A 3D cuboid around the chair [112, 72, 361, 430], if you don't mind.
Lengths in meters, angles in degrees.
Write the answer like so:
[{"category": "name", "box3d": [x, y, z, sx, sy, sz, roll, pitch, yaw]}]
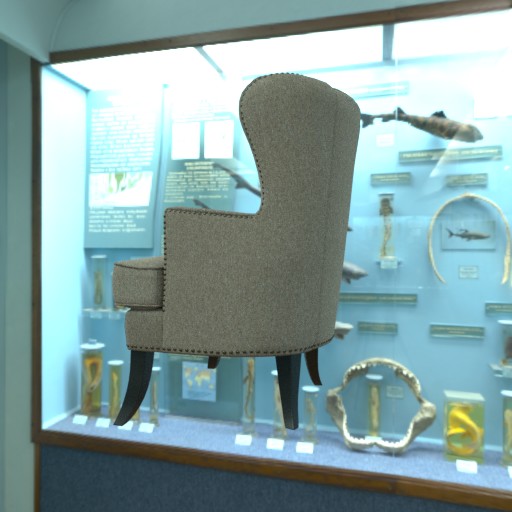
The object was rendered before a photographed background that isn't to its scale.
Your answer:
[{"category": "chair", "box3d": [0.000, 0.000, 1.644, 0.758, 1.060, 0.759, 0, 0, 17]}]
